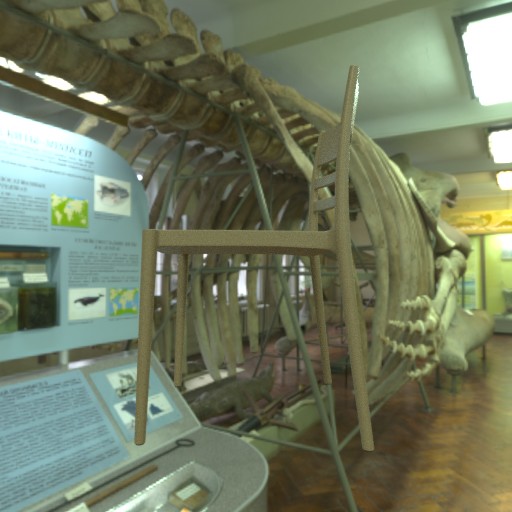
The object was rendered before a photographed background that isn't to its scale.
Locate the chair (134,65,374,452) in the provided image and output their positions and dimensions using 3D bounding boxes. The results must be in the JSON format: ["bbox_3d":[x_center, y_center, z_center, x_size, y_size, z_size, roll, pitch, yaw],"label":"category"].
[{"bbox_3d":[0.000,0.000,1.163,0.511,0.800,0.531,0,-1,0],"label":"chair"}]
